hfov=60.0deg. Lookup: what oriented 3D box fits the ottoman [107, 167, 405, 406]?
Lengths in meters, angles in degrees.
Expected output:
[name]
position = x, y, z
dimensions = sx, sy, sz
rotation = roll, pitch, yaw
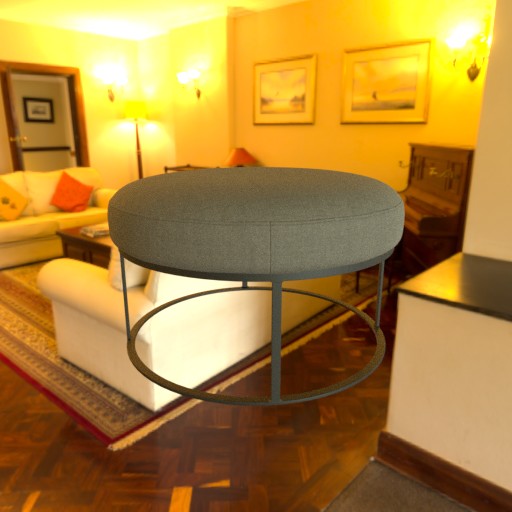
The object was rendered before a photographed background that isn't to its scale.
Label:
[ottoman]
position = 0.000, 0.000, 1.238
dimensions = 0.772, 0.460, 0.772
rotation = 0, 16, 0
